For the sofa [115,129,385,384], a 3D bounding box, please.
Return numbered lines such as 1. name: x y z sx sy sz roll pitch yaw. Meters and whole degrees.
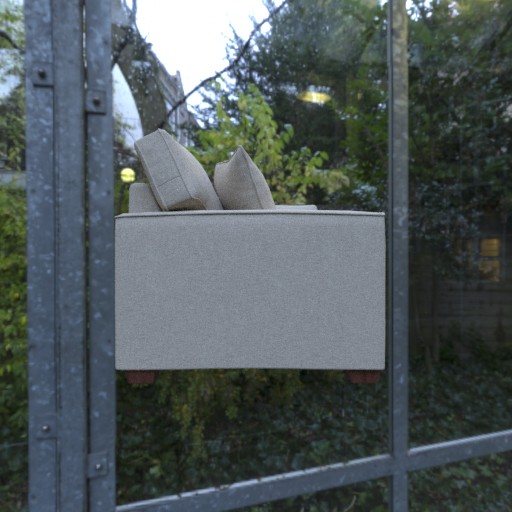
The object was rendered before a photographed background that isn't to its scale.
1. sofa: 0.000 0.000 2.774 1.061 0.962 2.317 0 0 0
